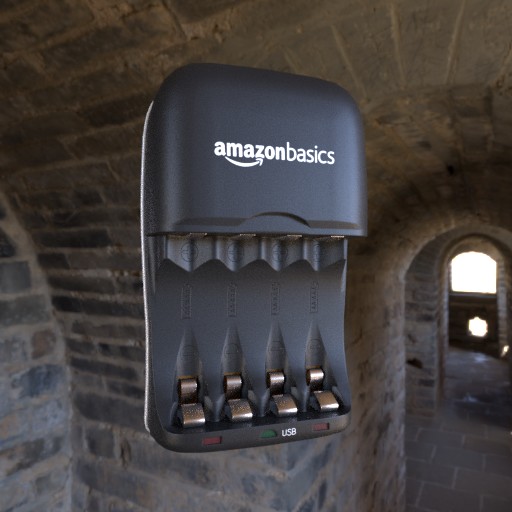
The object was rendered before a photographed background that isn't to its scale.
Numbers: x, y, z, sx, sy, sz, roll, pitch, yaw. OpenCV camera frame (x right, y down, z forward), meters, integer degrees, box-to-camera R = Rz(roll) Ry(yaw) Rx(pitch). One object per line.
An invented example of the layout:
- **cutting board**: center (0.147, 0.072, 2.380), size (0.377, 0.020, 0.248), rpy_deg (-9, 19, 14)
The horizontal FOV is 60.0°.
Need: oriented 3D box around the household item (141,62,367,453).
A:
- **household item**: center (0.000, 0.000, 0.141), size (0.070, 0.114, 0.038), rpy_deg (0, -1, -18)
